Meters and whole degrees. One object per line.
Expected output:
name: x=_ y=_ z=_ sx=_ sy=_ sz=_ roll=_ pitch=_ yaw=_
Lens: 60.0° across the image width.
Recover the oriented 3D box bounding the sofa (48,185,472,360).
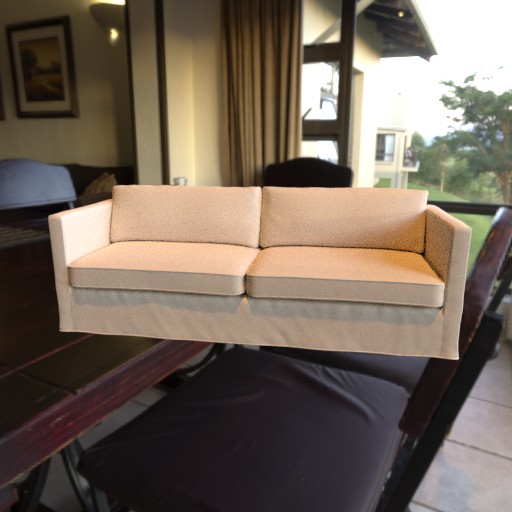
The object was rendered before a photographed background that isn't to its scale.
sofa: x=0.000 y=0.000 z=3.360 sx=2.779 sy=0.999 sz=1.036 roll=2 pitch=15 yaw=9
